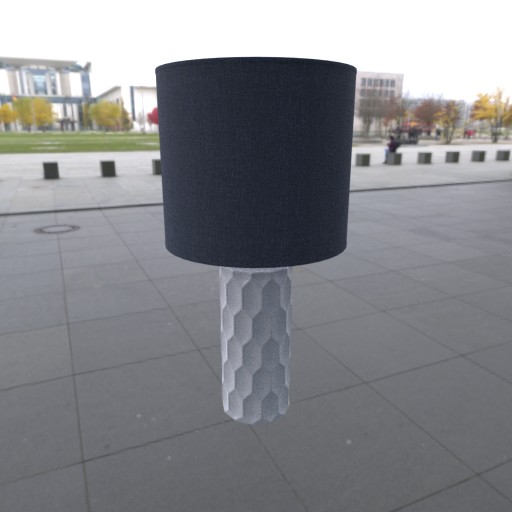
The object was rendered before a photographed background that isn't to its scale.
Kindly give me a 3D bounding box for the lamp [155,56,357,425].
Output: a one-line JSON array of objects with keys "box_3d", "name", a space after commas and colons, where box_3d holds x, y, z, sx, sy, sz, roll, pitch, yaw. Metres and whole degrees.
[{"box_3d": [0.000, 0.000, 0.694, 0.277, 0.537, 0.277, -3, 16, -9], "name": "lamp"}]
